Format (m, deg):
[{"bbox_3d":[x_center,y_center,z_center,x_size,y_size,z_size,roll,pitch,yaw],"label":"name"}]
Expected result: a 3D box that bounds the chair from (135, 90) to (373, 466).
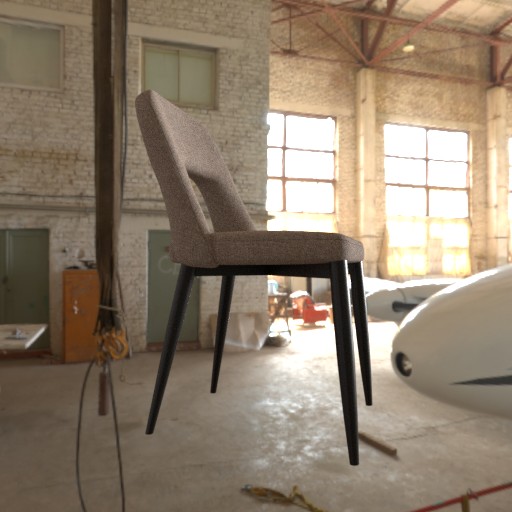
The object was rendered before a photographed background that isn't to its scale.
[{"bbox_3d":[0.000,0.000,1.261,0.612,0.931,0.470,0,-1,19],"label":"chair"}]
